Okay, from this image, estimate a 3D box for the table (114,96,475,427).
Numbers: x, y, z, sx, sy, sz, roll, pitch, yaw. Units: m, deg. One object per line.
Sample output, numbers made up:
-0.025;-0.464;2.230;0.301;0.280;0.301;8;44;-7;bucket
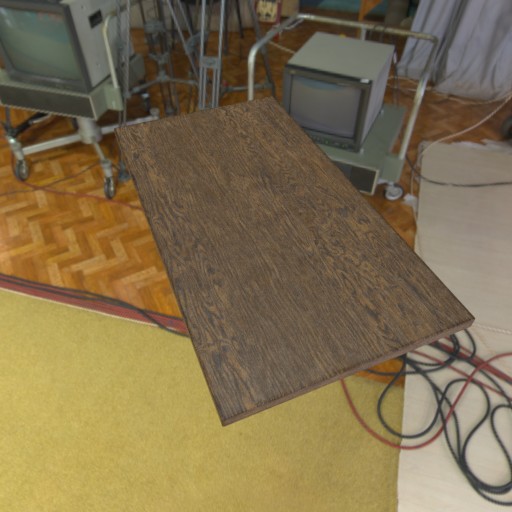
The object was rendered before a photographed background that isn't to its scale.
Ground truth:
0.000;0.000;2.544;1.078;0.795;1.989;-17;49;-15;table
